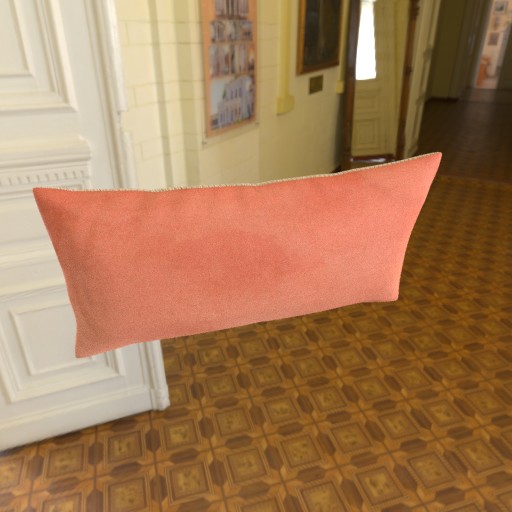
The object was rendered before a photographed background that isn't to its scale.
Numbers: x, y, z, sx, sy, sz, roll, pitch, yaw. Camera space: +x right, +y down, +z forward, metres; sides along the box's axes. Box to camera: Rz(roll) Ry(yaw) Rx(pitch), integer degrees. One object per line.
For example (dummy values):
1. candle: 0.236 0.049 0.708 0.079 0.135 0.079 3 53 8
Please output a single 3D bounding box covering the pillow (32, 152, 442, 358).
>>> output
1. pillow: 0.000 0.000 0.722 0.608 0.307 0.155 -8 28 -15
